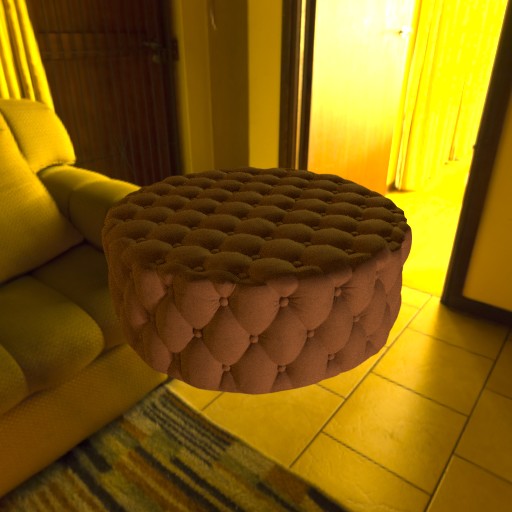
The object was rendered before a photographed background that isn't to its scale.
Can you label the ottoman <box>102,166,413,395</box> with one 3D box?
[{"bbox_3d":[0.000,0.000,1.540,0.998,0.399,0.998,0,27,0],"label":"ottoman"}]
